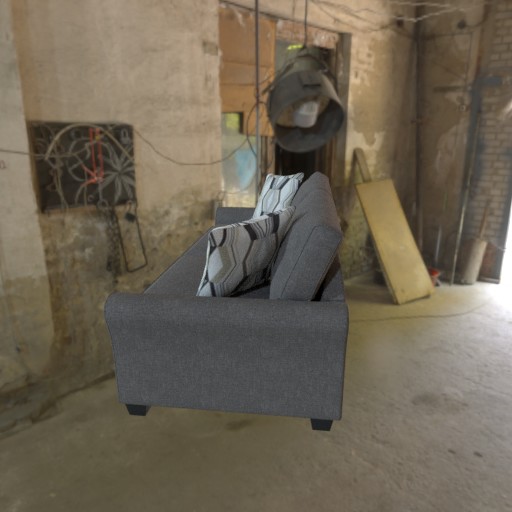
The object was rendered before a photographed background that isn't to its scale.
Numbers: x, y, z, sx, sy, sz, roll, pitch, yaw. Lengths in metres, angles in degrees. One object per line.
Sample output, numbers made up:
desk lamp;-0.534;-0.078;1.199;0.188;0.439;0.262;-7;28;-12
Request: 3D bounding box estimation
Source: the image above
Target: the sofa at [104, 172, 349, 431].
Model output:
sofa;0.000;0.000;2.519;0.889;0.813;2.032;2;16;7
